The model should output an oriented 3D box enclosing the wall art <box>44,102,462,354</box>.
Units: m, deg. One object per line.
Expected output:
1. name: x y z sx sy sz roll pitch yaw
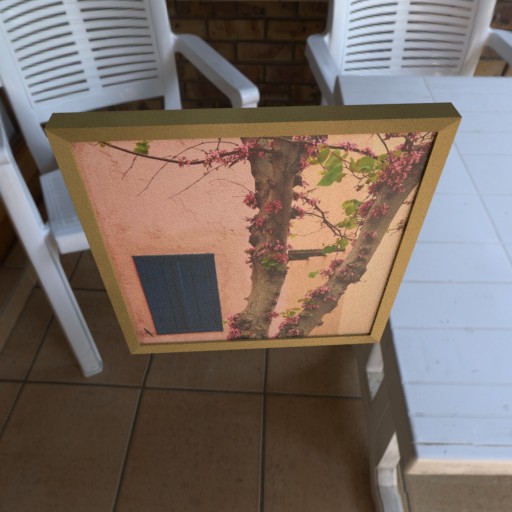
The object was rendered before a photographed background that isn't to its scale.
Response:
1. wall art: 0.000 0.000 0.734 0.507 0.508 0.038 -2 47 -2
